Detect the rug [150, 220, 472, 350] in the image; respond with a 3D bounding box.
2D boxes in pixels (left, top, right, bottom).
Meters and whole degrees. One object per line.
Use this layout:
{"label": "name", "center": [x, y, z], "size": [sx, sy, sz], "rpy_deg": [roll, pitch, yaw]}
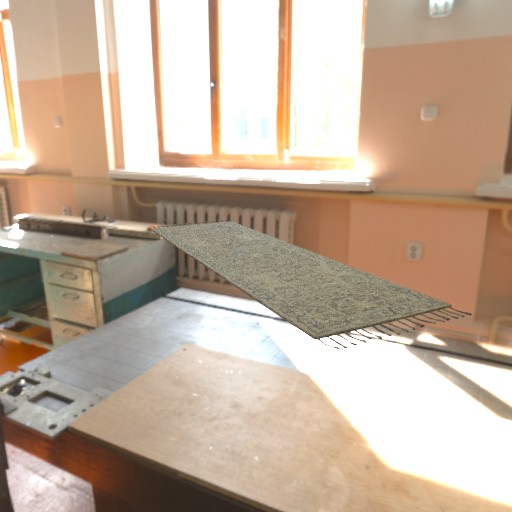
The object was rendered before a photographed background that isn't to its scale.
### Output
{"label": "rug", "center": [0.000, 0.000, 2.903], "size": [0.762, 0.011, 2.664], "rpy_deg": [-8, 16, -27]}
